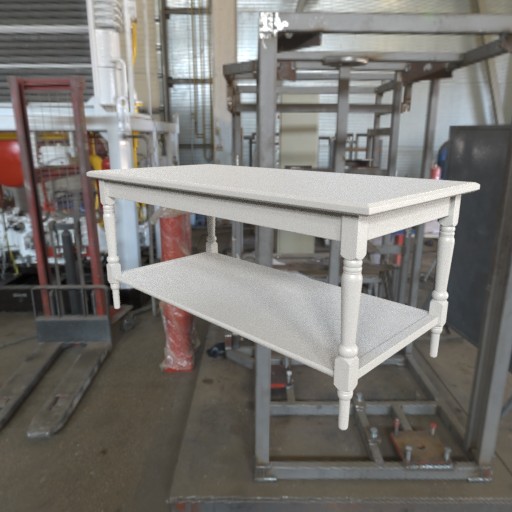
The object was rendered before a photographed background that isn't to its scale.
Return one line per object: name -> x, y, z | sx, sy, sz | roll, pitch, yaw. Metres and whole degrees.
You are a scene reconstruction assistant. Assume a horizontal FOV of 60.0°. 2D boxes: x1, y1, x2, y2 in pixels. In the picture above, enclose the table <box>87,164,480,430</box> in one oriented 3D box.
table -> 0.000, 0.000, 1.414 | 1.109, 0.506, 0.551 | 15, 21, 43
